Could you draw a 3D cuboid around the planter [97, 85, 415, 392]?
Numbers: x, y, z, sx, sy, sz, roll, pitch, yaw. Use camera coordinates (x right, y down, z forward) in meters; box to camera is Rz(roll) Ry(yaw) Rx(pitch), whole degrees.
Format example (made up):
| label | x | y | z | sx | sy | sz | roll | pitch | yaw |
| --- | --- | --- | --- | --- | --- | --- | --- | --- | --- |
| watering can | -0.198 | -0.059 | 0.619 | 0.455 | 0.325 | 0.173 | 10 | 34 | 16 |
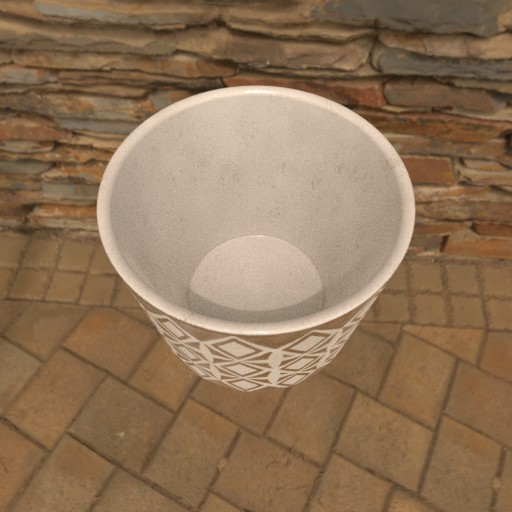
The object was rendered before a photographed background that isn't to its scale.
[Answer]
| label | x | y | z | sx | sy | sz | roll | pitch | yaw |
| --- | --- | --- | --- | --- | --- | --- | --- | --- | --- |
| planter | 0.000 | 0.000 | 0.460 | 0.260 | 0.220 | 0.260 | 0 | 58 | 0 |
